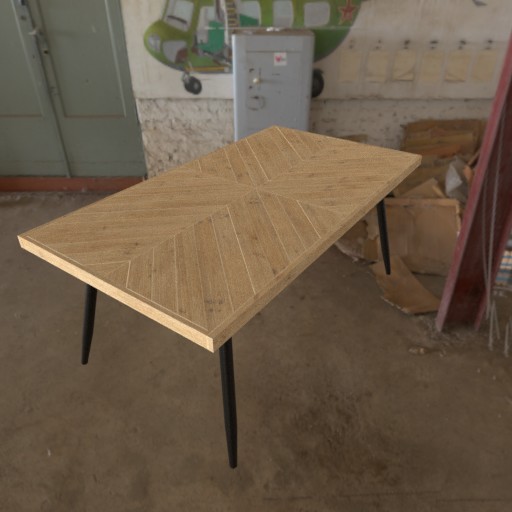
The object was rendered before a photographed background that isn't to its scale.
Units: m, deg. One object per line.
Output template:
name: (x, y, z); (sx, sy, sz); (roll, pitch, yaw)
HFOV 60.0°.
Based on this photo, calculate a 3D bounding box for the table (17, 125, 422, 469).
table: (0.000, 0.000, 2.304); (0.991, 0.762, 1.803); (21, 38, 29)
